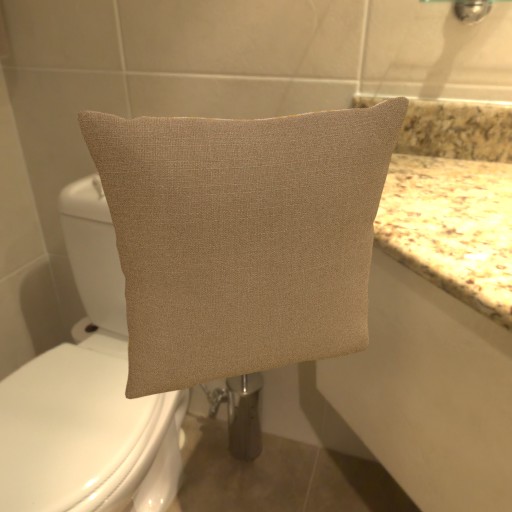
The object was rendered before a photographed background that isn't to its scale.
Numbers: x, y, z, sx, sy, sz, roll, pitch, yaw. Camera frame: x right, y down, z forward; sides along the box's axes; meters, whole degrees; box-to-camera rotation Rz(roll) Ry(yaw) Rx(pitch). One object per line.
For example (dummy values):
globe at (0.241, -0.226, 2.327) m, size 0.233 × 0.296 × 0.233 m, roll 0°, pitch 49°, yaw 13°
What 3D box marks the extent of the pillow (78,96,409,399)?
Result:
pillow at (0.000, 0.000, 0.652) m, size 0.429 × 0.436 × 0.159 m, roll -9°, pitch 29°, yaw -16°
